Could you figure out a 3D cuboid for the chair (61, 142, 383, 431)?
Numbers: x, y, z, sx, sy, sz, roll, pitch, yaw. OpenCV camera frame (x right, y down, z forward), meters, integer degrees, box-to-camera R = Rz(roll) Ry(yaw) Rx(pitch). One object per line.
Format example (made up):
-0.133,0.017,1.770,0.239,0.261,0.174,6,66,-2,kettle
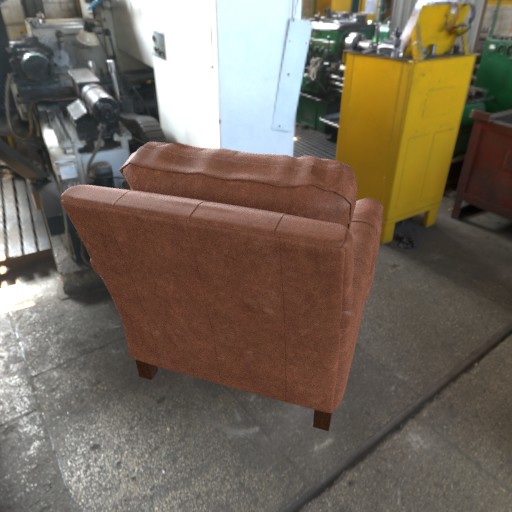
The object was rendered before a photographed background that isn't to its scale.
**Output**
0.000,0.000,1.924,0.986,1.055,1.158,11,34,16,chair
